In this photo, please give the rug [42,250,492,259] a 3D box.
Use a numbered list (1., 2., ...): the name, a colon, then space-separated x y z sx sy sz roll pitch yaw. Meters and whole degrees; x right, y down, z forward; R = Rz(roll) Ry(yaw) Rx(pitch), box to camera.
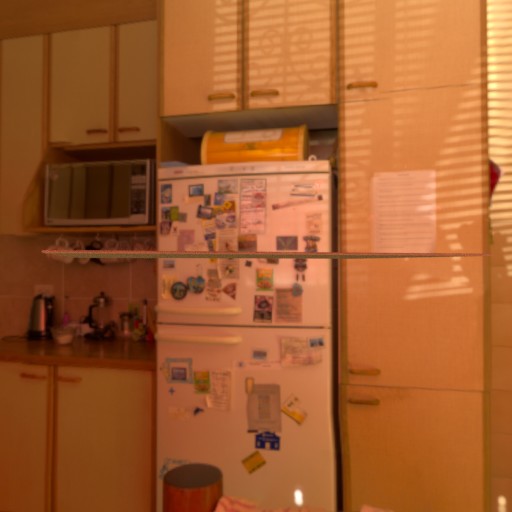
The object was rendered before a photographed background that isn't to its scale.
1. rug: 0.000 0.000 2.280 1.829 0.010 1.219 0 -1 -17
